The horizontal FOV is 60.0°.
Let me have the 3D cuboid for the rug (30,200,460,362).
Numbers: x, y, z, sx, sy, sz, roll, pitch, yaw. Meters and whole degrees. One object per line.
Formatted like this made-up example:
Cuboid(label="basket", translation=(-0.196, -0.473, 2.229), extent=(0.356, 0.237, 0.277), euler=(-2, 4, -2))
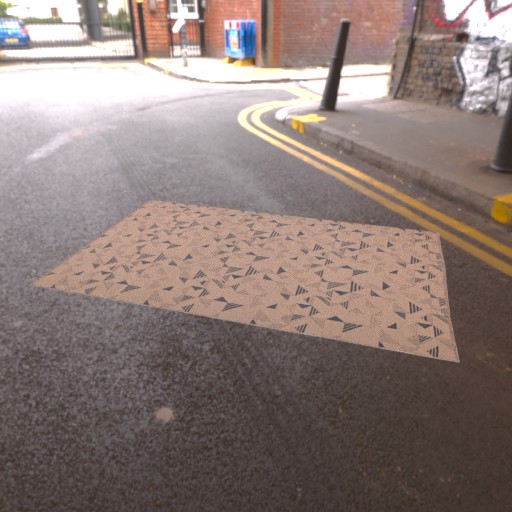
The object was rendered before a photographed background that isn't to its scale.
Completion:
Cuboid(label="rug", translation=(0.000, 0.000, 3.036), extent=(2.457, 0.009, 1.512), euler=(8, 29, 15))
